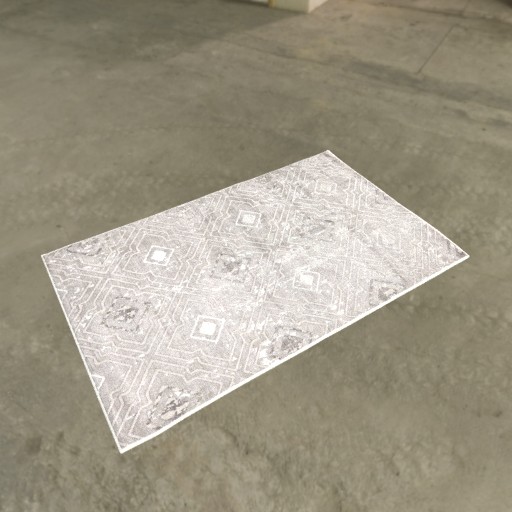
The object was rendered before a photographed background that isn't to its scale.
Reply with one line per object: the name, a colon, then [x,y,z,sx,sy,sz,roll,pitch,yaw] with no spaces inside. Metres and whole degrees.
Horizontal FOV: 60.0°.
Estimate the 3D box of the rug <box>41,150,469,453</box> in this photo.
rug: [0.000,0.000,2.974,2.447,0.036,1.537,-24,50,-22]
